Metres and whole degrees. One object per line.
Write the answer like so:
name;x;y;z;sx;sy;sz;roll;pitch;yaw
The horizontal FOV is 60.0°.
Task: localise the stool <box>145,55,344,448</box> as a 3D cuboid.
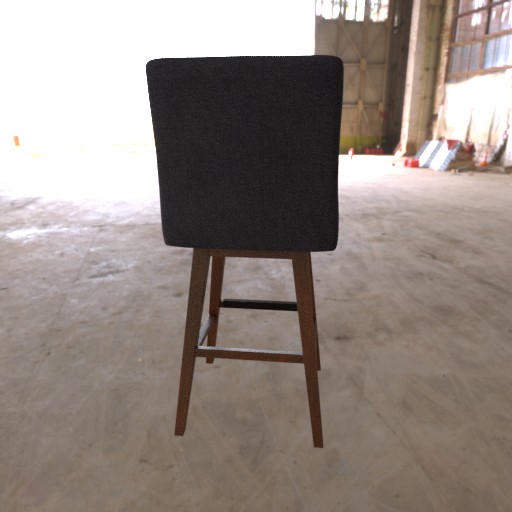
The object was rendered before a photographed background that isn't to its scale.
stool;0.000;0.000;1.363;0.489;1.068;0.572;2;17;7
